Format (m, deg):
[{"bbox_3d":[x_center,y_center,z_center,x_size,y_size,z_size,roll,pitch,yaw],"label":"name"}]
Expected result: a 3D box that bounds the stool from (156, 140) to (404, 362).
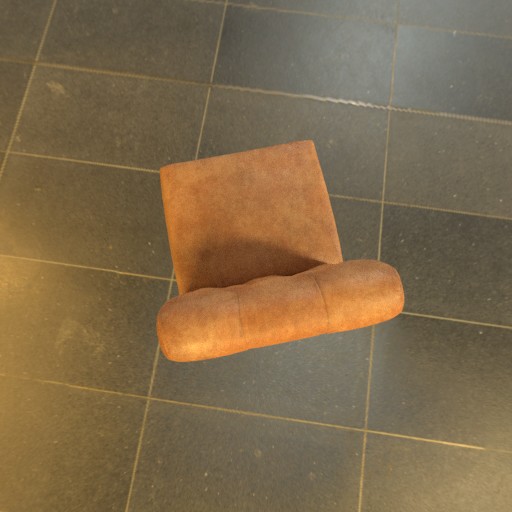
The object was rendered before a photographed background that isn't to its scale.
[{"bbox_3d":[0.000,0.000,1.365,0.493,1.047,0.601,-11,75,-3],"label":"stool"}]
